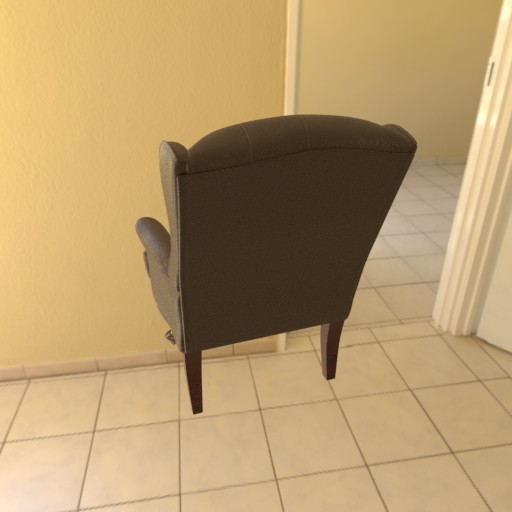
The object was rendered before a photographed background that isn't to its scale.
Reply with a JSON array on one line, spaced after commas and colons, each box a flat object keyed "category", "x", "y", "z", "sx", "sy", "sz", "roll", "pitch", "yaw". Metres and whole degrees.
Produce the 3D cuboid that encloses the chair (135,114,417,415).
[{"category": "chair", "x": 0.000, "y": 0.000, "z": 1.666, "sx": 0.829, "sy": 1.132, "sz": 0.819, "roll": -9, "pitch": 29, "yaw": -17}]
